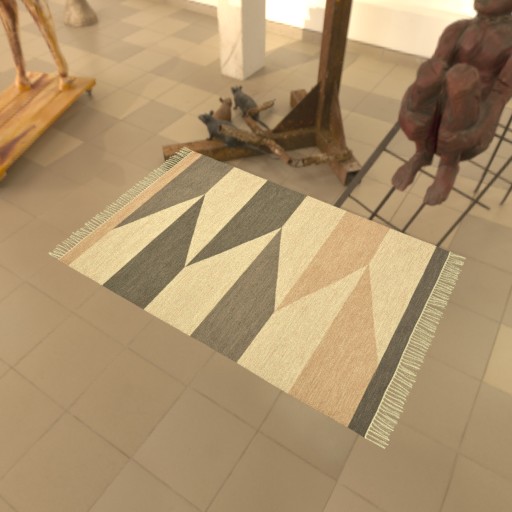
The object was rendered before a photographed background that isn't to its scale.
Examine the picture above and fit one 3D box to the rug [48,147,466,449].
[{"bbox_3d":[0.000,0.000,2.483,2.021,0.027,1.224,25,53,21],"label":"rug"}]
